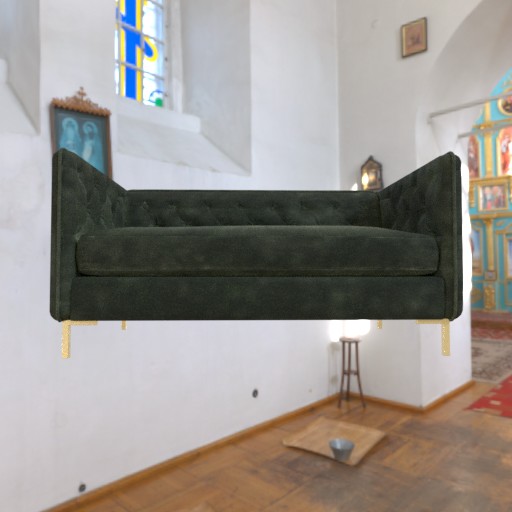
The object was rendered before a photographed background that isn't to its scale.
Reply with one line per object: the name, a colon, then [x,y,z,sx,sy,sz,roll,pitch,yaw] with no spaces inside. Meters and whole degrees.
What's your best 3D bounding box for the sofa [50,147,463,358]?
sofa: [0.000,0.000,2.041,1.537,0.768,0.895,0,-2,-2]
